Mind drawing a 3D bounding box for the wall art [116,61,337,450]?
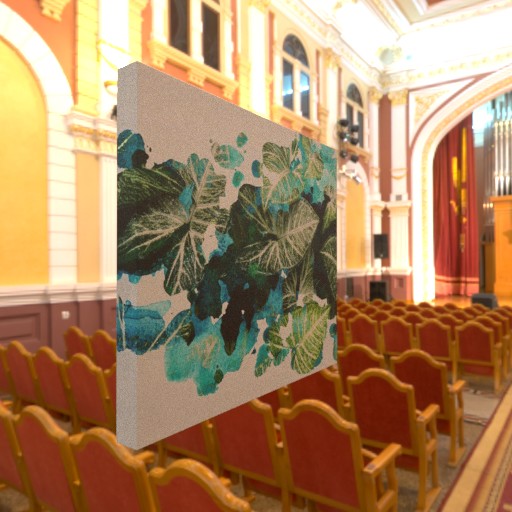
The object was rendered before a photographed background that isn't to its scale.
[{"bbox_3d":[0.000,0.000,0.711,0.041,0.435,0.507,0,0,36],"label":"wall art"}]
